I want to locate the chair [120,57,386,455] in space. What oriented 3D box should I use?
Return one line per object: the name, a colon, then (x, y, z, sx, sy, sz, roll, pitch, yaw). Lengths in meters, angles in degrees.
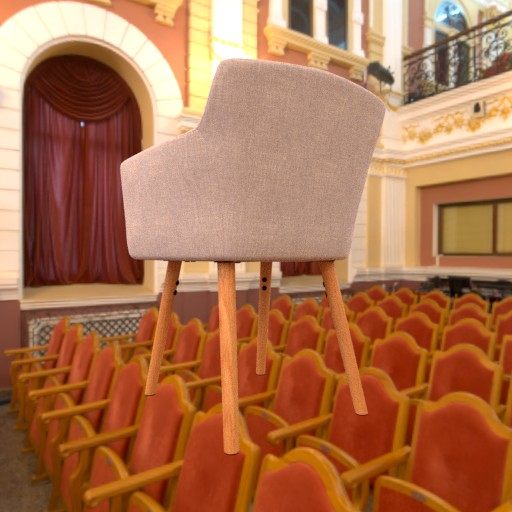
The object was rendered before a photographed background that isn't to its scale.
chair: (0.000, 0.000, 1.140, 0.570, 0.780, 0.540, 0, 0, -34)
